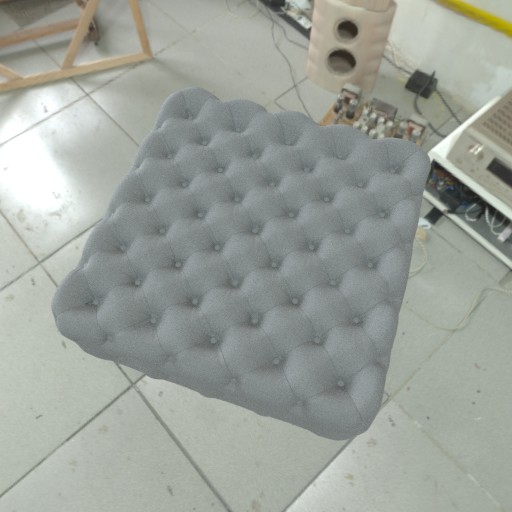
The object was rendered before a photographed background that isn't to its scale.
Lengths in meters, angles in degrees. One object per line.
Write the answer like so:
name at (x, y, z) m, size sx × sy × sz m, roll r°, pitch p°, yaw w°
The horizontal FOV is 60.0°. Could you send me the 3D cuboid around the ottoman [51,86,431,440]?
ottoman at (0.000, 0.000, 1.434) m, size 0.911 × 0.439 × 0.917 m, roll 17°, pitch 66°, yaw 8°
